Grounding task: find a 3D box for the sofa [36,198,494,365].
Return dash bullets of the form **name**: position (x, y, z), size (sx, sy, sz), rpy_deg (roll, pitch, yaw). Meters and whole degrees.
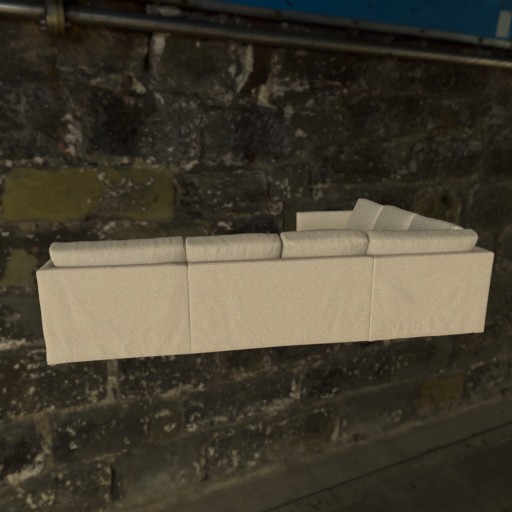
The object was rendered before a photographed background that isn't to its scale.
- **sofa**: position (0.000, 0.000, 4.458), size (3.460, 0.882, 2.427), rpy_deg (-2, 14, -9)
